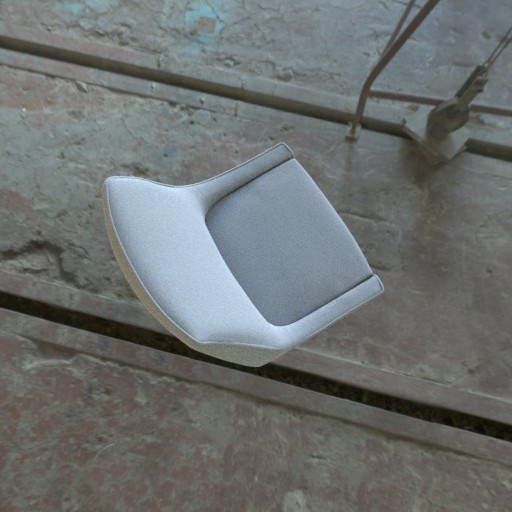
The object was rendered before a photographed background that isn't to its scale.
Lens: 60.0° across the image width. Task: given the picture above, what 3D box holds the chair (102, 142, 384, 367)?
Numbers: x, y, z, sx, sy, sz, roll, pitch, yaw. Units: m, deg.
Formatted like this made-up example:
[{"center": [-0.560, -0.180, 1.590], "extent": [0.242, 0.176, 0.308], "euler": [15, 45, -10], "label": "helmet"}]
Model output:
[{"center": [0.000, 0.000, 1.215], "extent": [0.544, 0.861, 0.529], "euler": [-30, 78, -7], "label": "chair"}]
